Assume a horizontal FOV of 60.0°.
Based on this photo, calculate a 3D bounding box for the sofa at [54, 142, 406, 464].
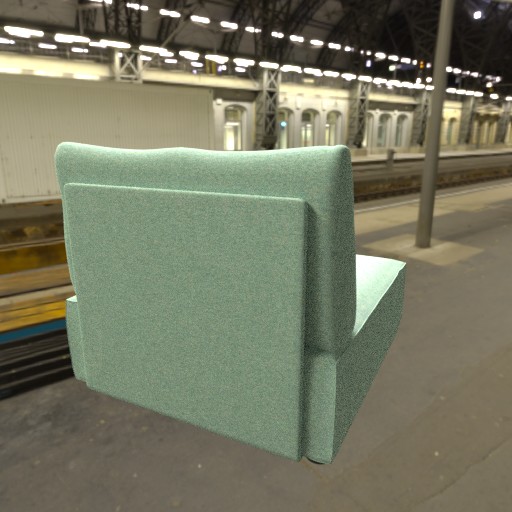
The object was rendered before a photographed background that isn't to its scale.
[{"bbox_3d":[0.000,0.000,1.636,0.930,0.820,1.000,8,17,26],"label":"sofa"}]
